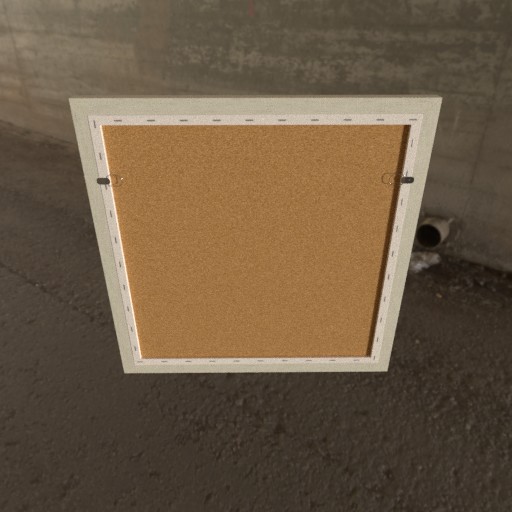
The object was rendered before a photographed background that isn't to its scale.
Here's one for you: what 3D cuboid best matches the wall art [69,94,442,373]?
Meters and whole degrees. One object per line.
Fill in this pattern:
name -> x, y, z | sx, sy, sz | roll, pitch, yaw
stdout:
wall art -> 0.000, 0.000, 1.476 | 1.016, 1.016, 0.045 | 0, 30, 0
